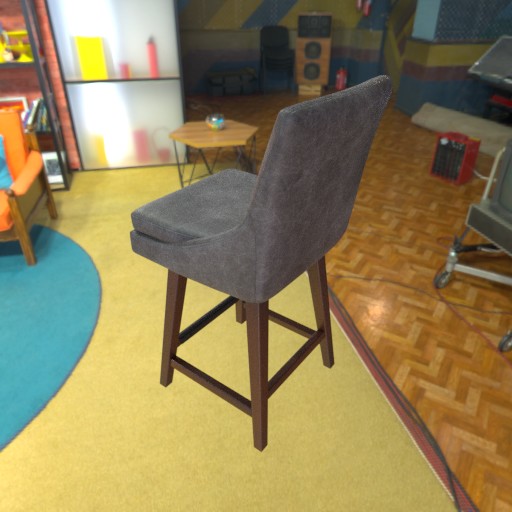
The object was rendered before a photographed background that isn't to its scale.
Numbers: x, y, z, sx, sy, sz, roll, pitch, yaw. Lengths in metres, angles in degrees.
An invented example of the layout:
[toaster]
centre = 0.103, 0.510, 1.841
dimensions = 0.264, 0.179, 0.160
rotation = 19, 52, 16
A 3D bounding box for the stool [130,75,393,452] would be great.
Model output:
[stool]
centre = 0.000, 0.000, 1.366
dimensions = 0.587, 1.046, 0.492
rotation = 22, 38, 31
